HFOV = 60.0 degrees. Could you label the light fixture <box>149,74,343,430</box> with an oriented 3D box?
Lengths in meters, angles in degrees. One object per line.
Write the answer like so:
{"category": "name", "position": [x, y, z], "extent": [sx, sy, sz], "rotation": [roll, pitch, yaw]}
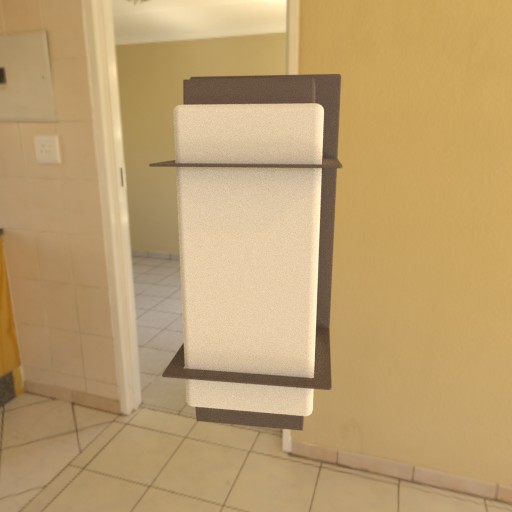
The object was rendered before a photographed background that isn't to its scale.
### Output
{"category": "light fixture", "position": [0.000, 0.000, 0.438], "extent": [0.153, 0.347, 0.146], "rotation": [2, 15, 8]}
